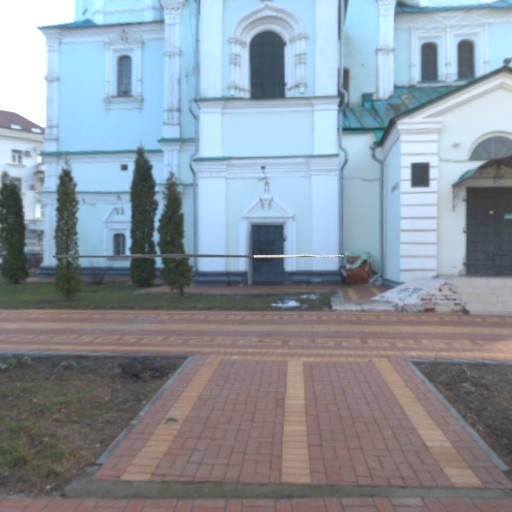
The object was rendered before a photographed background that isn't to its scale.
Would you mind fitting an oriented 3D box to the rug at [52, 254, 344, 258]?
[{"bbox_3d":[0.000,0.000,2.640,0.762,0.013,2.439,0,0,18],"label":"rug"}]
